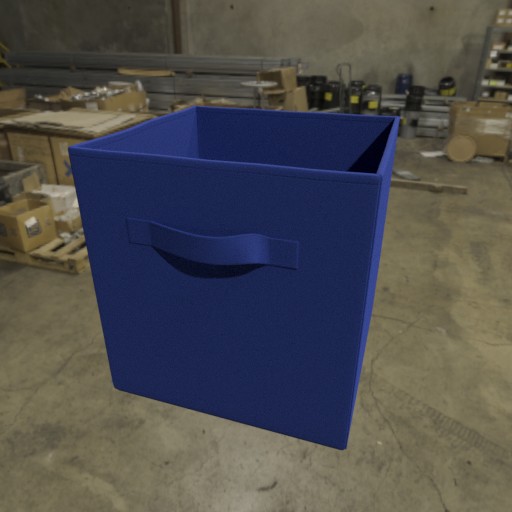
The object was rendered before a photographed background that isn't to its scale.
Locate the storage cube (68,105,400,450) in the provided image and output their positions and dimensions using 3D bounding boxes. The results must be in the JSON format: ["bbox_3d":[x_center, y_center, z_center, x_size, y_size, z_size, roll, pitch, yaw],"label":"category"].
[{"bbox_3d":[0.000,0.000,0.505,0.270,0.280,0.270,9,28,17],"label":"storage cube"}]
